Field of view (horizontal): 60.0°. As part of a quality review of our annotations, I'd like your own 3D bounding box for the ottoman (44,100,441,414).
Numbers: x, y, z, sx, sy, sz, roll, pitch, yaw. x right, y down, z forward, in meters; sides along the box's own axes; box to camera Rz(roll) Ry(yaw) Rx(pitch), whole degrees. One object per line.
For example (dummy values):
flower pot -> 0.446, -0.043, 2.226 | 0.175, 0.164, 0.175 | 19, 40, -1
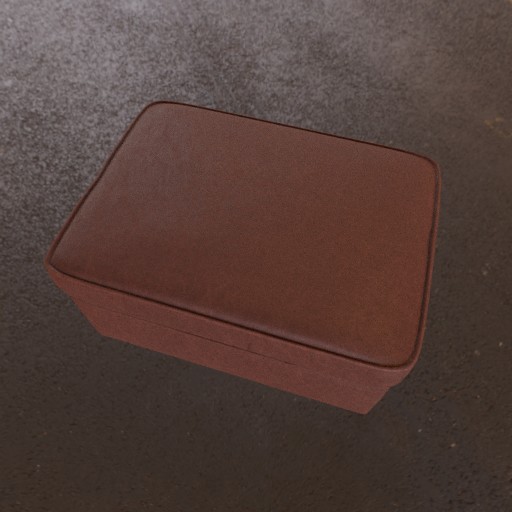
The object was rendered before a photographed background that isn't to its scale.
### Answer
ottoman -> 0.000, 0.000, 1.090 | 0.749, 0.449, 0.548 | 15, 59, 9
